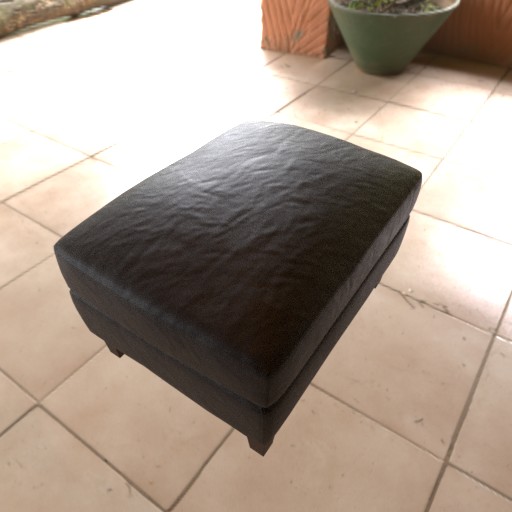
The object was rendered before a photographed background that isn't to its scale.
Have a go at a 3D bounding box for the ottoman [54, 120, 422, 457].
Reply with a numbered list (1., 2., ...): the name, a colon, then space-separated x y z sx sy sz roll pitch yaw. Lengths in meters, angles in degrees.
1. ottoman: 0.000 0.000 1.304 0.659 0.529 0.887 24 47 25
